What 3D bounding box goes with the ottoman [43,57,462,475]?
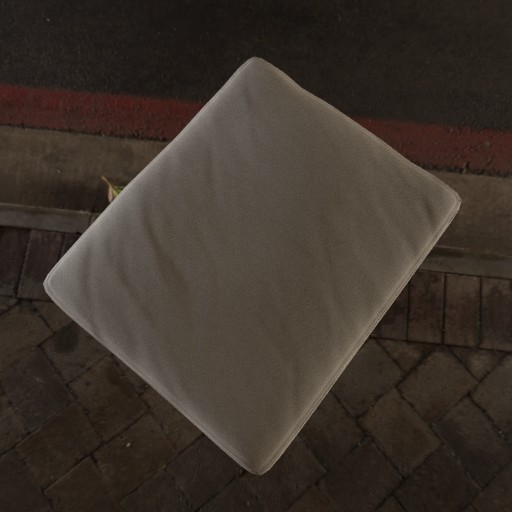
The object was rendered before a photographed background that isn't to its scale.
[{"bbox_3d":[0.000,0.000,1.476,0.836,0.492,1.002,38,79,9],"label":"ottoman"}]
